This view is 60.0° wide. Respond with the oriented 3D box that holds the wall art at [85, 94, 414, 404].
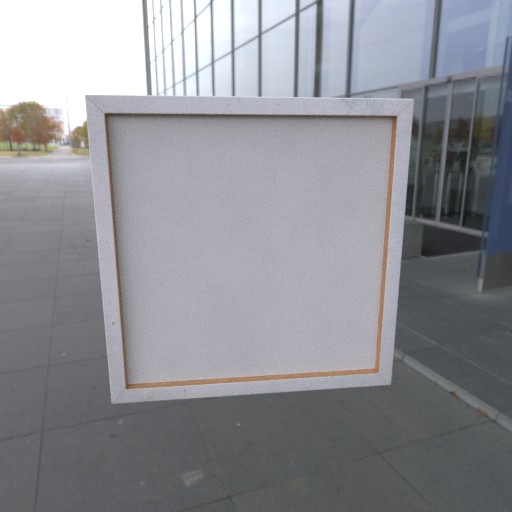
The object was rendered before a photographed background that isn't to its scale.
[{"bbox_3d":[0.000,0.000,1.126,0.762,0.762,0.038,-2,14,-7],"label":"wall art"}]
